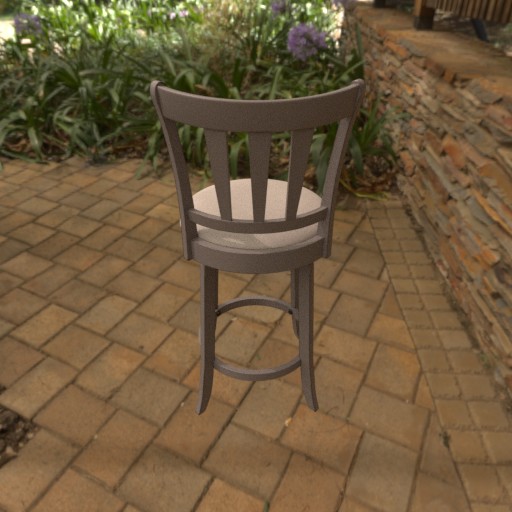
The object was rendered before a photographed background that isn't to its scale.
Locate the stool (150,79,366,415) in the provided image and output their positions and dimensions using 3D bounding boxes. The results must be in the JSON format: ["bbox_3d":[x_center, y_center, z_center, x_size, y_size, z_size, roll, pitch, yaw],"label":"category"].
[{"bbox_3d":[0.000,0.000,1.286,0.436,1.023,0.475,-1,33,-2],"label":"stool"}]
